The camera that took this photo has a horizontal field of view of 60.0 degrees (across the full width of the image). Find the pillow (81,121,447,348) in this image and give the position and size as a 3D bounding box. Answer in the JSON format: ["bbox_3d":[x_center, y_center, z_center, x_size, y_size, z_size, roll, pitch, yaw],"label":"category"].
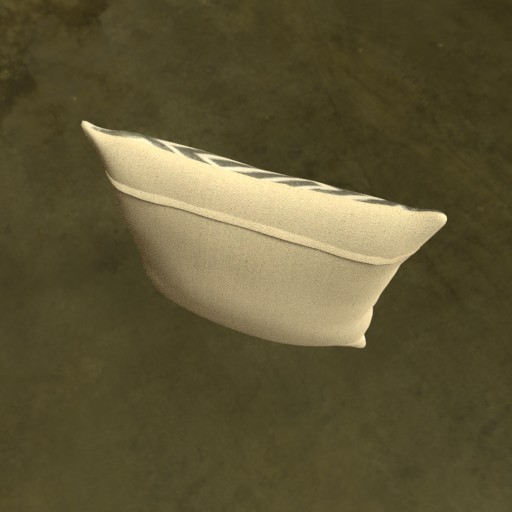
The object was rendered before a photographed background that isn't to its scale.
[{"bbox_3d":[0.000,0.000,0.681,0.440,0.441,0.182,17,64,9],"label":"pillow"}]
